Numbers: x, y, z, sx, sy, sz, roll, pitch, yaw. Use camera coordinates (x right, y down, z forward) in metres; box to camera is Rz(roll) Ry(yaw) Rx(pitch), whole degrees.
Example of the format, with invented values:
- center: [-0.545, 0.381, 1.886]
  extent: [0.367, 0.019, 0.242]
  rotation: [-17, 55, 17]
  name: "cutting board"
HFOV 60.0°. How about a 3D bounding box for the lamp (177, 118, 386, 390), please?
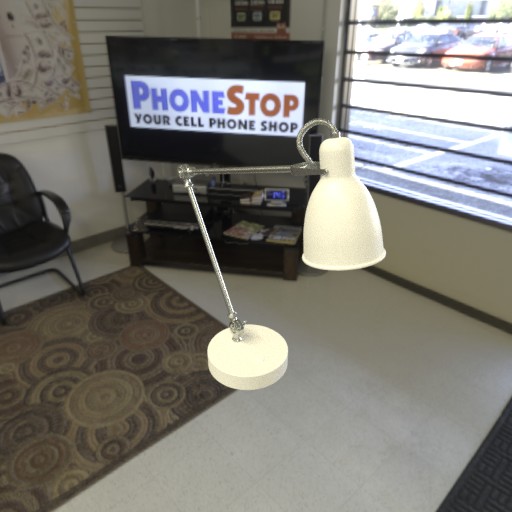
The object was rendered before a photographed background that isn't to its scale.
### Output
- center: [0.000, 0.000, 0.890]
  extent: [0.187, 0.587, 0.561]
  rotation: [-21, 34, -34]
  name: "lamp"
